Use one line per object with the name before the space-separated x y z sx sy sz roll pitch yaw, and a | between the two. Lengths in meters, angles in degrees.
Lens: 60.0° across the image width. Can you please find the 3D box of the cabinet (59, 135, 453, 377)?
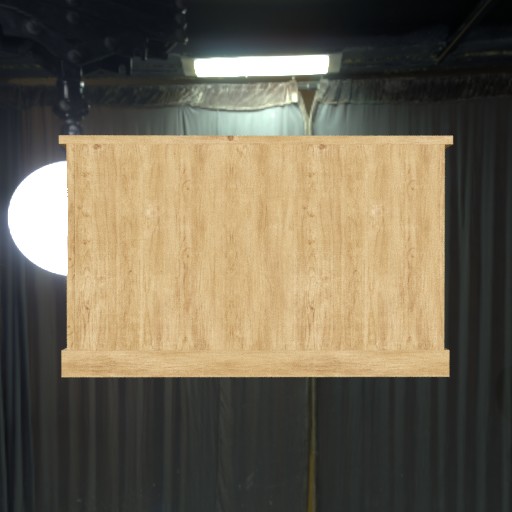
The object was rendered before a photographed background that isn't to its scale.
cabinet | 0.000 0.000 1.704 1.321 0.810 0.432 0 0 0
